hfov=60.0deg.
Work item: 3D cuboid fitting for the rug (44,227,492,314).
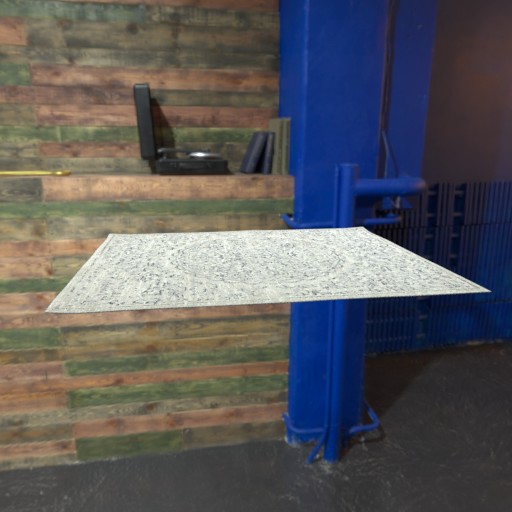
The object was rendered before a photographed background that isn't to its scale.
[{"bbox_3d":[0.000,0.000,3.953,2.925,0.026,2.343,-2,15,-8],"label":"rug"}]
